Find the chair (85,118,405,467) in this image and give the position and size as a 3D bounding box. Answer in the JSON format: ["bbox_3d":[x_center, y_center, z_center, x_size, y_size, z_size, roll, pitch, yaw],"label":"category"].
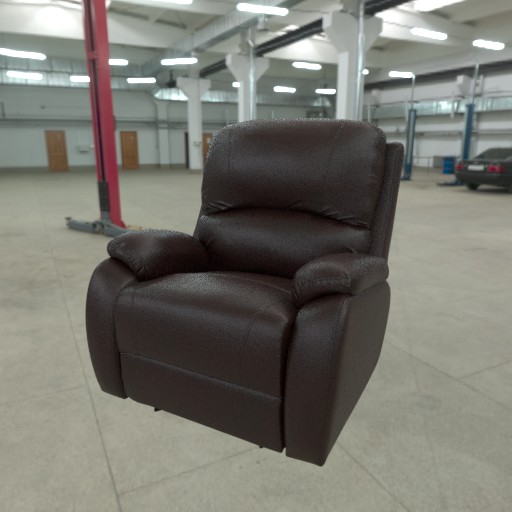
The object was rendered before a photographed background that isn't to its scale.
[{"bbox_3d":[0.000,0.000,1.654,0.930,1.011,0.899,7,16,27],"label":"chair"}]
